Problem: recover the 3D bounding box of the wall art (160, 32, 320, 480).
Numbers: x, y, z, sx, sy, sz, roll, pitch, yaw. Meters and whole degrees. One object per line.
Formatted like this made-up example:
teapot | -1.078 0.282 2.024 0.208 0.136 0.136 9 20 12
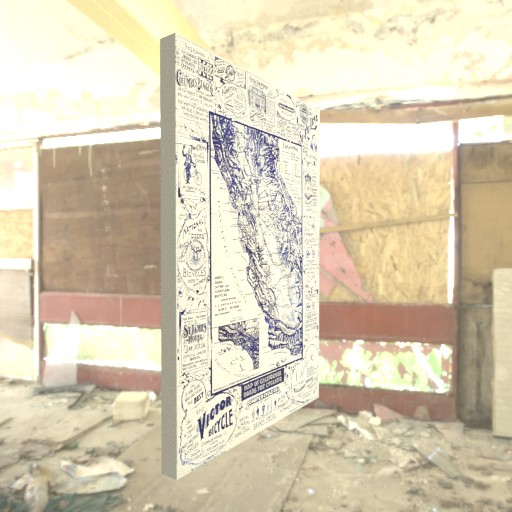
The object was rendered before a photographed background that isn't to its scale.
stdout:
wall art | 0.000 0.000 0.963 0.039 0.753 0.511 1 1 36
